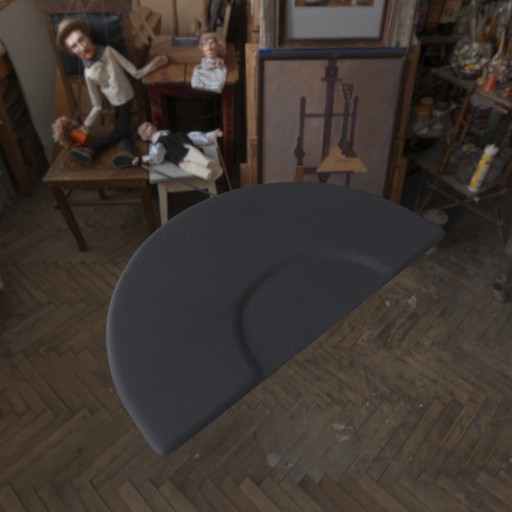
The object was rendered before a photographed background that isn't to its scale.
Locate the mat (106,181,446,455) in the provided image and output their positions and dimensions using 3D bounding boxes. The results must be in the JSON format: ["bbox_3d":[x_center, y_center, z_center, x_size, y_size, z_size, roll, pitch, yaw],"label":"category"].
[{"bbox_3d":[0.000,0.000,1.894,1.525,0.022,0.917,-32,54,-27],"label":"mat"}]
